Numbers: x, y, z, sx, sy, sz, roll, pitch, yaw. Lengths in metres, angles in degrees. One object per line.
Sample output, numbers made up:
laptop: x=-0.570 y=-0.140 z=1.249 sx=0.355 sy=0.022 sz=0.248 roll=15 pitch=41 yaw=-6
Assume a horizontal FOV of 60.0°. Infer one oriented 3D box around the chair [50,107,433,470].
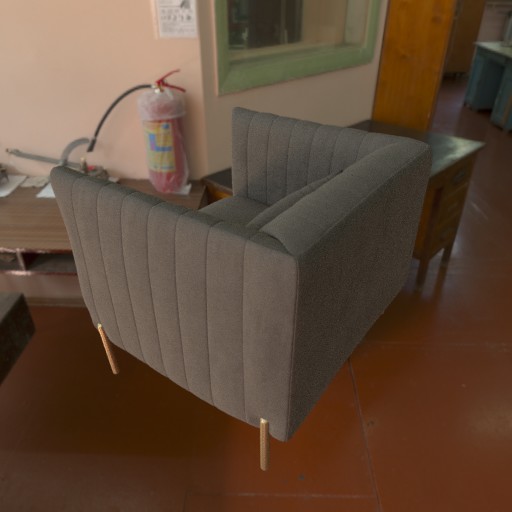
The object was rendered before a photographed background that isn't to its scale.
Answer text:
chair: x=0.000 y=0.000 z=1.598 sx=0.873 sy=0.779 sz=0.981 roll=21 pitch=38 yaw=30
